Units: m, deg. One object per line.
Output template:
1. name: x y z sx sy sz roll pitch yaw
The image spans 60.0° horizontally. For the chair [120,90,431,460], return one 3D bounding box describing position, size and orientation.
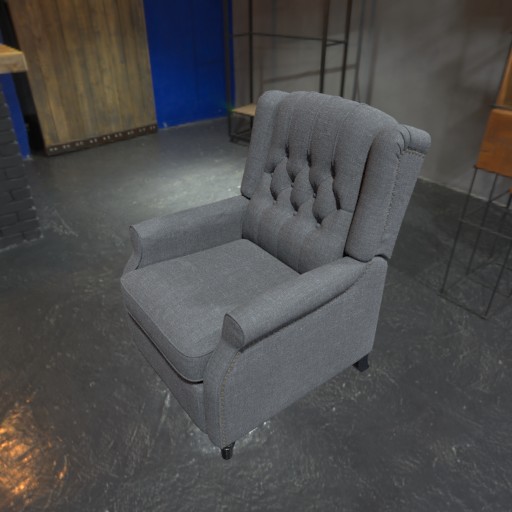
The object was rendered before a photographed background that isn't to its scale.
1. chair: 0.000 0.000 1.618 0.898 1.035 0.742 -22 39 -31
